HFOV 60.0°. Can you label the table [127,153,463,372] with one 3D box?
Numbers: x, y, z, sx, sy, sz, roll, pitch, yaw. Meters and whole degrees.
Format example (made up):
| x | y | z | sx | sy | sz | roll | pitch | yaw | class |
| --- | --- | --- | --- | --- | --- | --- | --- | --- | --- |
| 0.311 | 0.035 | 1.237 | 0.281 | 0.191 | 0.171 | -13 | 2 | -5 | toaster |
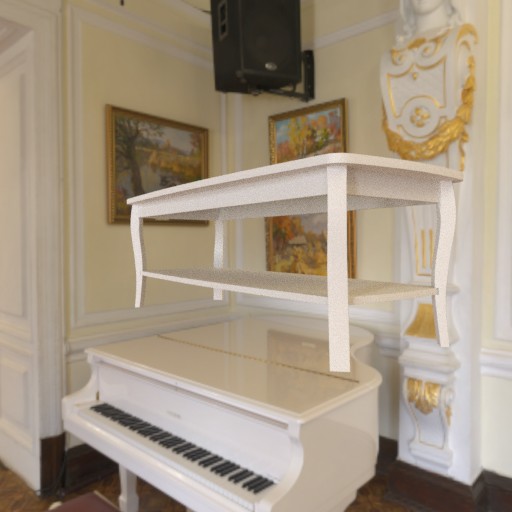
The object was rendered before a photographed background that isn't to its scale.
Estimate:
| x | y | z | sx | sy | sz | roll | pitch | yaw | class |
| --- | --- | --- | --- | --- | --- | --- | --- | --- | --- |
| 0.000 | 0.000 | 1.594 | 0.561 | 0.474 | 1.334 | -1 | 2 | -36 | table |
